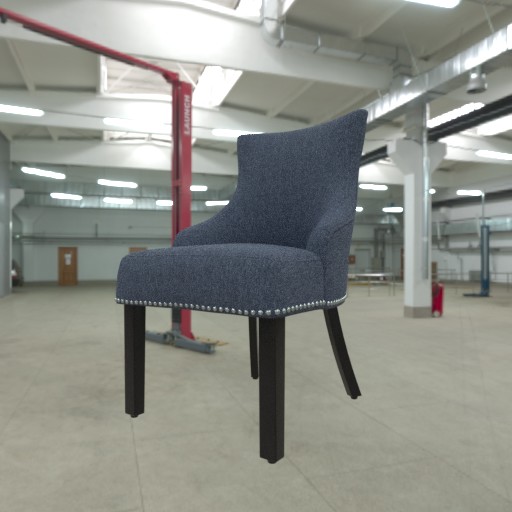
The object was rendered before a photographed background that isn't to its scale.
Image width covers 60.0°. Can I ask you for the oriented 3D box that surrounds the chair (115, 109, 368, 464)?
[{"bbox_3d":[0.000,0.000,1.321,0.566,0.909,0.629,0,0,36],"label":"chair"}]
